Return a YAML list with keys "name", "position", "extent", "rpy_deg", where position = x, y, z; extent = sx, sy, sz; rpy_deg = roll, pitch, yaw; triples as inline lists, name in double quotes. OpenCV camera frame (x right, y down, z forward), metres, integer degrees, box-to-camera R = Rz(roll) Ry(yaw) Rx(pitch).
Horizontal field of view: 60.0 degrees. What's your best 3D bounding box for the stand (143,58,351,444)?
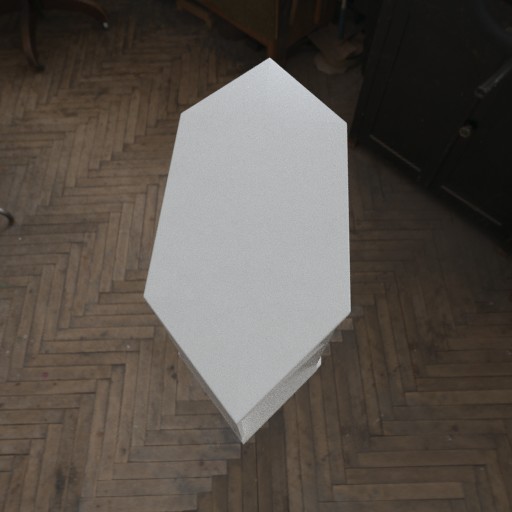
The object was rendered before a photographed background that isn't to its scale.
- name: "stand"
  position: [0.000, 0.000, 1.406]
  extent: [0.477, 0.614, 1.072]
  rpy_deg: [4, 63, 2]
